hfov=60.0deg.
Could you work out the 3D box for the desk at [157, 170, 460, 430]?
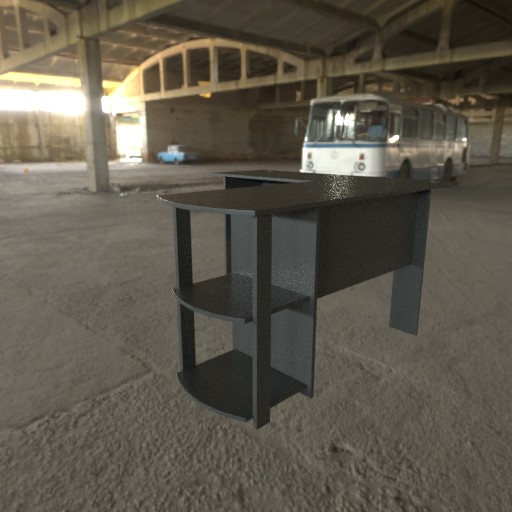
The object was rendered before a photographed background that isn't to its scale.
[{"bbox_3d":[0.000,0.000,2.147,1.361,0.716,1.303,-13,19,-42],"label":"desk"}]
